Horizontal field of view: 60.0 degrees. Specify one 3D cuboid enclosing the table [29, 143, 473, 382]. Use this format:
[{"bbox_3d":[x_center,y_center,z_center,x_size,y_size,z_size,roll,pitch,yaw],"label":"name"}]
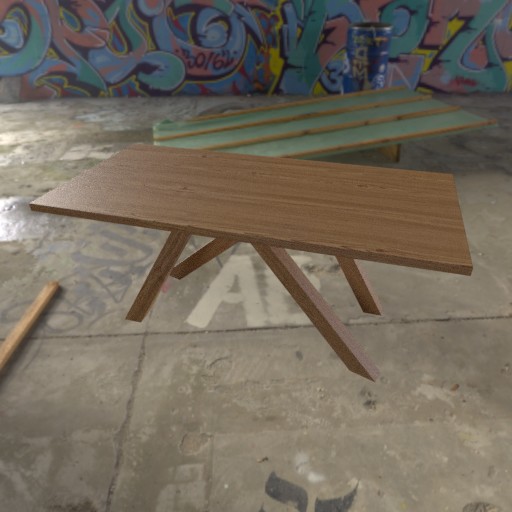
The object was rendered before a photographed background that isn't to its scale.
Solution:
[{"bbox_3d":[0.000,0.000,2.275,1.797,0.750,0.901,9,33,14],"label":"table"}]
